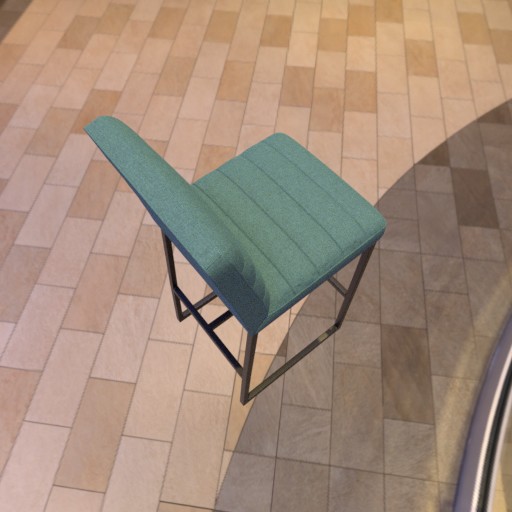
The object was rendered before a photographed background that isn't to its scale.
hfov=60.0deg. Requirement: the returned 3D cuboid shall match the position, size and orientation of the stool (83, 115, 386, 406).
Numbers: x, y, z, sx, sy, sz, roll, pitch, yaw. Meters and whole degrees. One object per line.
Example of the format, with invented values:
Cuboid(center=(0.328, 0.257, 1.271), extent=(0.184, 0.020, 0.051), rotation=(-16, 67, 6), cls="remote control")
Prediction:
Cuboid(center=(0.000, 0.000, 1.329), extent=(0.560, 1.040, 0.460), rotation=(-34, 64, -19), cls="stool")
